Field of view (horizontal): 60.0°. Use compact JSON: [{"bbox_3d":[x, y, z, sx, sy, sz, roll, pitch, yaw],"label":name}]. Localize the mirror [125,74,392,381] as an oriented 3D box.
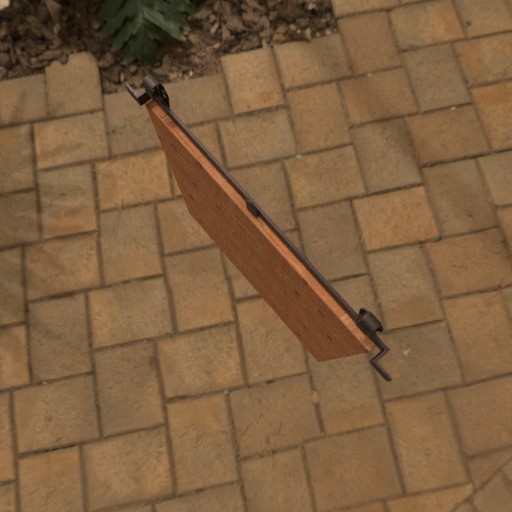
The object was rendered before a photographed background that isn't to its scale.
[{"bbox_3d":[0.000,0.000,1.205,0.054,0.800,0.805,-39,78,-10],"label":"mirror"}]
